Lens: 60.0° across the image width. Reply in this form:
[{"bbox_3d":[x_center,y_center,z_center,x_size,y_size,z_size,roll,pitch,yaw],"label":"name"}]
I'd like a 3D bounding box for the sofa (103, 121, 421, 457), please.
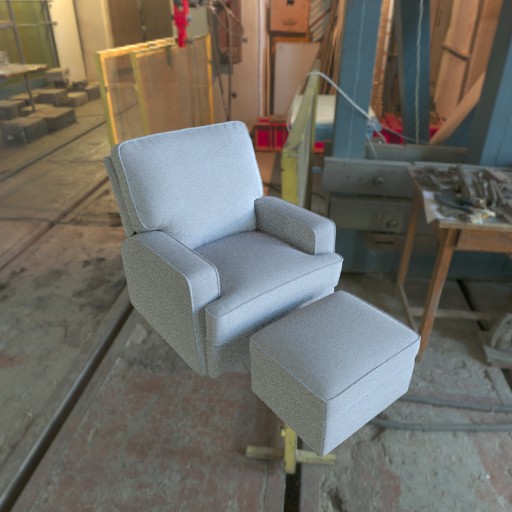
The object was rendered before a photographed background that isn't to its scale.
[{"bbox_3d":[0.000,0.000,2.037,0.861,0.959,1.472,-21,36,-32],"label":"sofa"}]
